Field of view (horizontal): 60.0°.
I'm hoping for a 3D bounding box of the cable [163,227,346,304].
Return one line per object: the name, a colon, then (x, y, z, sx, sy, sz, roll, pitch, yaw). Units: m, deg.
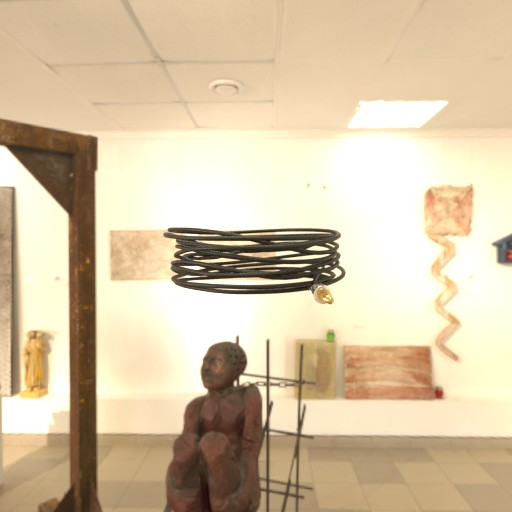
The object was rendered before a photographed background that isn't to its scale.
cable: (0.000, 0.000, 0.507, 0.198, 0.069, 0.432, 0, 1, 1)
